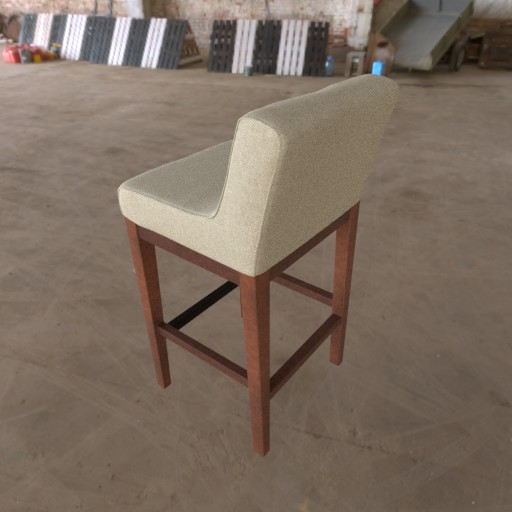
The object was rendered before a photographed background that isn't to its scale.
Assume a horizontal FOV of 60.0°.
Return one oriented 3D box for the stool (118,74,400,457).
[{"bbox_3d":[0.000,0.000,1.238,0.500,0.937,0.511,22,38,31],"label":"stool"}]
